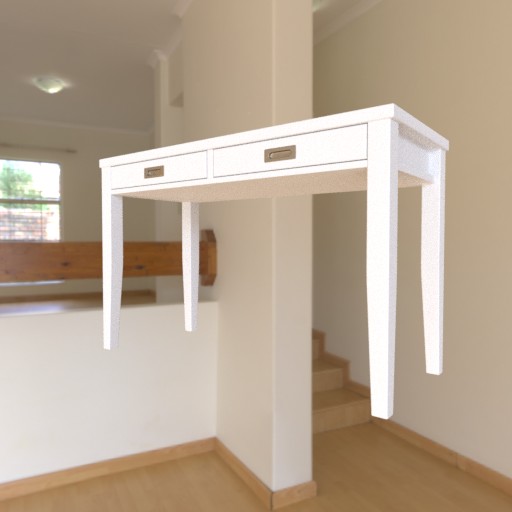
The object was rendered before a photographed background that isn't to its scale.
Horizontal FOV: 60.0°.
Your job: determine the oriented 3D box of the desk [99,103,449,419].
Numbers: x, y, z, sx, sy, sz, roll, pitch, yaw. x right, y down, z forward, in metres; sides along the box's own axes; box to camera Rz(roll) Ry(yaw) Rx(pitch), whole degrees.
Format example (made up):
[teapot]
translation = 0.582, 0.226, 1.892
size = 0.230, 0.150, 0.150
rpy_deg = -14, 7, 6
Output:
[desk]
translation = 0.000, 0.000, 1.647
size = 1.220, 0.775, 0.508
rpy_deg = 1, 2, 37
